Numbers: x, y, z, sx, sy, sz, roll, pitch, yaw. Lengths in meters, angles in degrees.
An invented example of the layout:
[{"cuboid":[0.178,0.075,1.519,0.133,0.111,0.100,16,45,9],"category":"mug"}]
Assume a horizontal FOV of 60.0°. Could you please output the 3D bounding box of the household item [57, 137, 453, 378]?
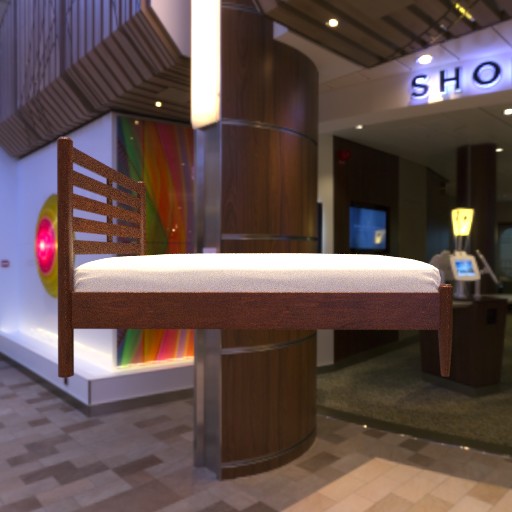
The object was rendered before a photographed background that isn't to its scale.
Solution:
[{"cuboid":[0.000,0.000,3.300,2.232,1.356,1.663,0,1,1],"category":"household item"}]
